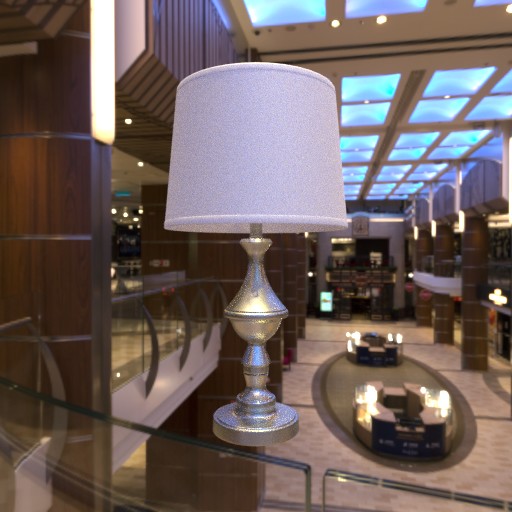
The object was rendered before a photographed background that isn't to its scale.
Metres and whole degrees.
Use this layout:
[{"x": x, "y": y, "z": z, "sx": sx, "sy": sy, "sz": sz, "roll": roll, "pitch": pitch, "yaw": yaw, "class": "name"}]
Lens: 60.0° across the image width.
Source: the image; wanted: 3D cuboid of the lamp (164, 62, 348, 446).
[{"x": 0.000, "y": 0.000, "z": 0.944, "sx": 0.383, "sy": 0.733, "sz": 0.383, "roll": 0, "pitch": 0, "yaw": 0, "class": "lamp"}]
